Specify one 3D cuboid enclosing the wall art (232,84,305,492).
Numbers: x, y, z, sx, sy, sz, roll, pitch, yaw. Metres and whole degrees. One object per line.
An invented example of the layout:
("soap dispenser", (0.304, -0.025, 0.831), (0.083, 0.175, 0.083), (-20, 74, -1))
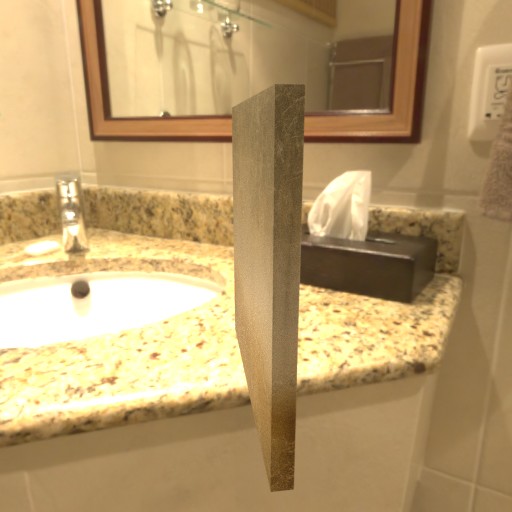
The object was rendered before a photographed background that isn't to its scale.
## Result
("wall art", (0.000, 0.000, 0.916), (0.038, 0.610, 0.610), (-2, 16, -8))
